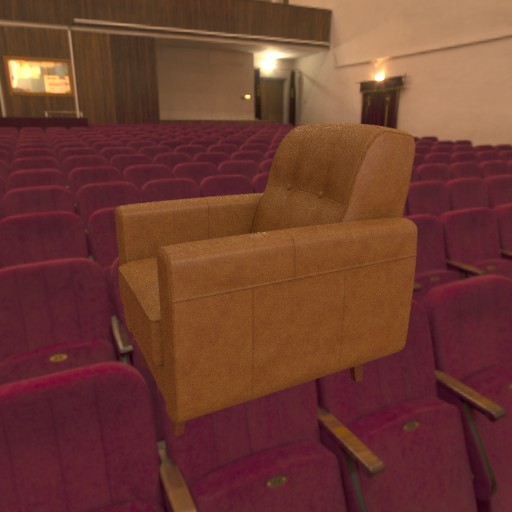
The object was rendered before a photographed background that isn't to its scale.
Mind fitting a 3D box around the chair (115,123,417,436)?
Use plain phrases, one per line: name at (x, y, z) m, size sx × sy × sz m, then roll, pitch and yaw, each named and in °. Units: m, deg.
chair at (0.000, 0.000, 1.683) m, size 0.942 × 0.968 × 0.845 m, roll -8°, pitch 18°, yaw -25°
